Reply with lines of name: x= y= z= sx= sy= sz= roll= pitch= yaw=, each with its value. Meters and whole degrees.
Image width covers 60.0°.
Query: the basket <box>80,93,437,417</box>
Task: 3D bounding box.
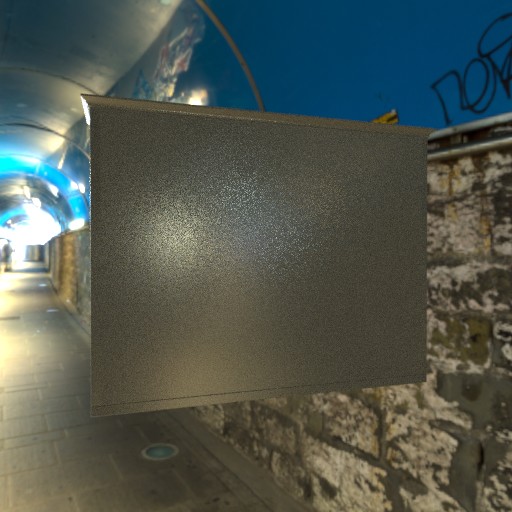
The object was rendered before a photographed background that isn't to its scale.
basket: x=0.000 y=0.000 z=1.095 sx=0.780 sy=0.600 sz=0.350 roll=0 pitch=1 yaw=-17
